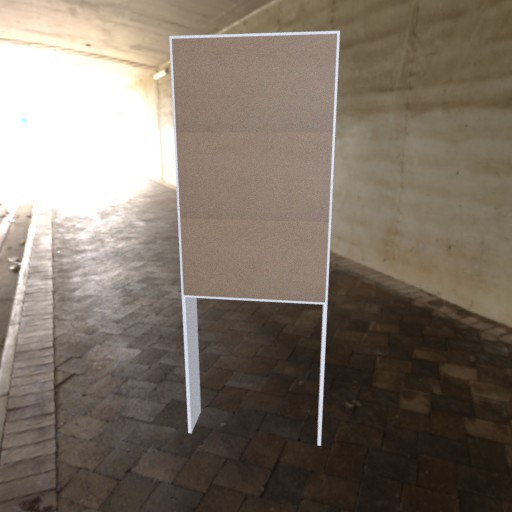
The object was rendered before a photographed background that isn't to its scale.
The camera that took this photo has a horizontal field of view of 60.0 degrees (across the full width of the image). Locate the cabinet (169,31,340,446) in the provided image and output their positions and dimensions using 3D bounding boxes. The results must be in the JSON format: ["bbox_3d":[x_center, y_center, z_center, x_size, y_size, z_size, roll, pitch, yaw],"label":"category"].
[{"bbox_3d":[0.000,0.000,1.977,0.643,1.770,0.192,2,16,8],"label":"cabinet"}]
